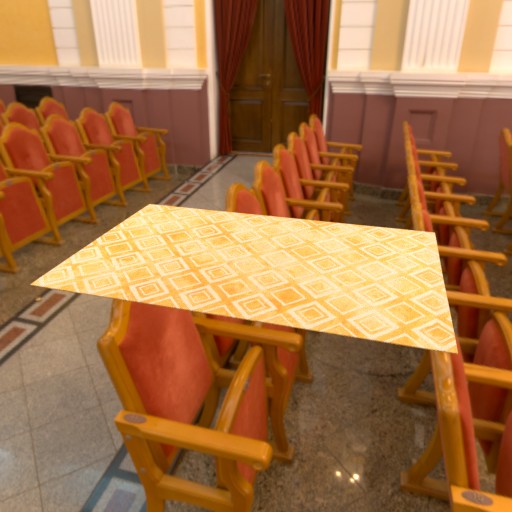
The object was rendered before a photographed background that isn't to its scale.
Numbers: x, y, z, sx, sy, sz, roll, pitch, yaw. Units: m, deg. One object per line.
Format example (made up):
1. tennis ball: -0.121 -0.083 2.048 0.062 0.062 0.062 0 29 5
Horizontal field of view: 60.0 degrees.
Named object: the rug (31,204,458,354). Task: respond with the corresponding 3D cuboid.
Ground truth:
1. rug: 0.000 0.000 3.044 2.424 0.010 1.511 7 27 14
